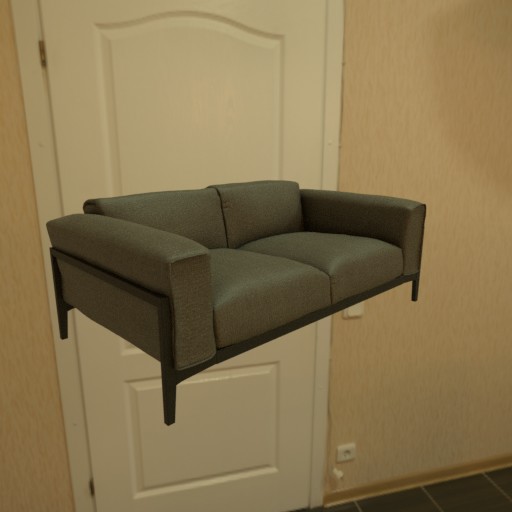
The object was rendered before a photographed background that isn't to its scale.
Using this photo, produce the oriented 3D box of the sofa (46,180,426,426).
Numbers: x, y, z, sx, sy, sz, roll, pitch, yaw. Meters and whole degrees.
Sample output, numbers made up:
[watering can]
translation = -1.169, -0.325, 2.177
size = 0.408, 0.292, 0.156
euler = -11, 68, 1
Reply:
[sofa]
translation = 0.000, 0.000, 2.218
size = 1.690, 0.656, 0.960
euler = -14, 20, -42
